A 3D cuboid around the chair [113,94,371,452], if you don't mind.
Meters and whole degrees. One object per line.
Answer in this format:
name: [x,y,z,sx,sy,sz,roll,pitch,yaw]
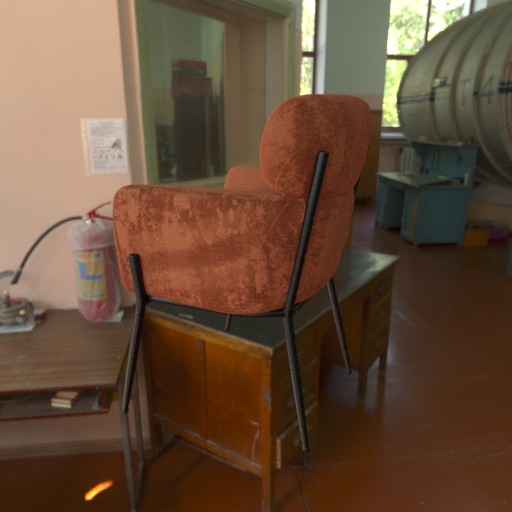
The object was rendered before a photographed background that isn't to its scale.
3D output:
chair: [0.000,0.000,1.150,0.523,0.772,0.561,8,19,25]
